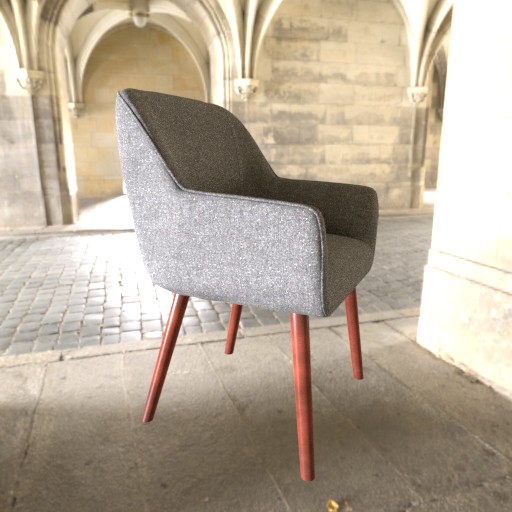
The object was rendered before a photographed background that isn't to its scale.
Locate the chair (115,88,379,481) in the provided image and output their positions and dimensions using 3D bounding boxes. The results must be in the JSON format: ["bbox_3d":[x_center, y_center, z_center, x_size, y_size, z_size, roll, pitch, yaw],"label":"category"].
[{"bbox_3d":[0.000,0.000,1.139,0.519,0.803,0.543,6,14,25],"label":"chair"}]
